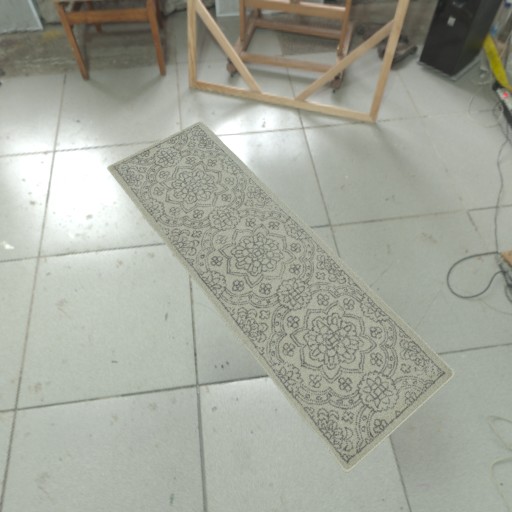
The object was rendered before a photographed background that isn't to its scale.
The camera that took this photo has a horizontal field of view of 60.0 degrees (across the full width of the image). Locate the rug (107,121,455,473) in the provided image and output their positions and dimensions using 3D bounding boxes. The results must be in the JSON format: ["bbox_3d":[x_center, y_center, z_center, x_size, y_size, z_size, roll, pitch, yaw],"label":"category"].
[{"bbox_3d":[0.000,0.000,2.707,0.806,0.006,2.431,-33,63,-19],"label":"rug"}]
